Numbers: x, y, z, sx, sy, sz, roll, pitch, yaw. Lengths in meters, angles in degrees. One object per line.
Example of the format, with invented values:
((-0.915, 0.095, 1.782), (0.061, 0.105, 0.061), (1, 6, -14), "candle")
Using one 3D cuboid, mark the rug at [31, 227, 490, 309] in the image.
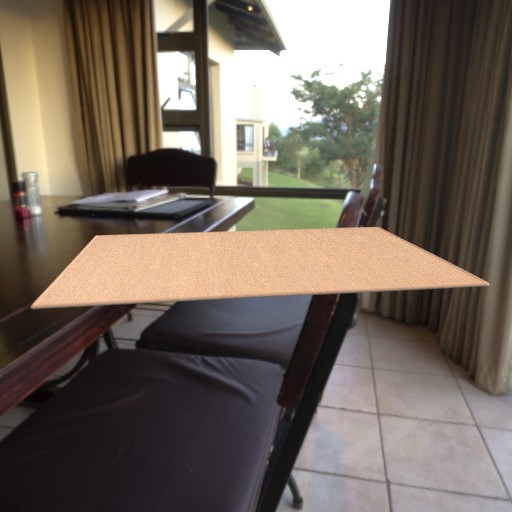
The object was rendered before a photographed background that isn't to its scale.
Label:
((0.000, 0.000, 2.100), (1.676, 0.013, 1.067), (-2, 16, -8), "rug")
